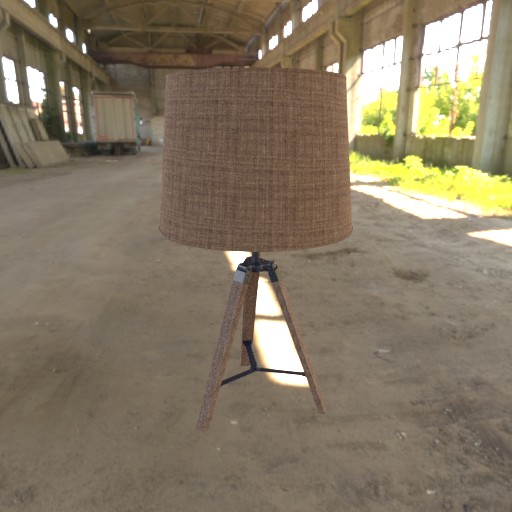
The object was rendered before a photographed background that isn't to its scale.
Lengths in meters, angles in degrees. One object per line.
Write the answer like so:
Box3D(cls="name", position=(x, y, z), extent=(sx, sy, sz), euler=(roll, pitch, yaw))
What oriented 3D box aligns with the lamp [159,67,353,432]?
Box3D(cls="lamp", position=(0.000, 0.000, 0.689), extent=(0.290, 0.514, 0.290), euler=(0, 16, 0))
